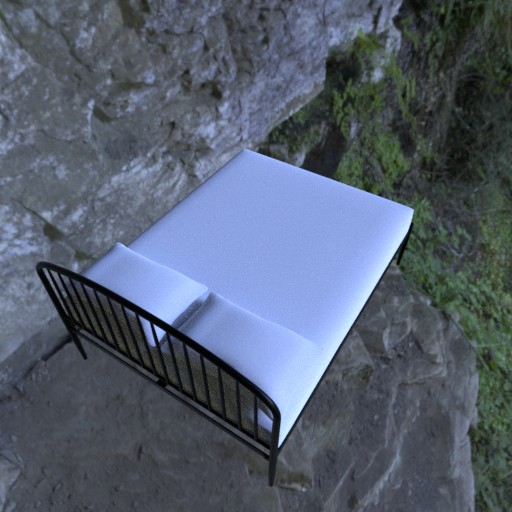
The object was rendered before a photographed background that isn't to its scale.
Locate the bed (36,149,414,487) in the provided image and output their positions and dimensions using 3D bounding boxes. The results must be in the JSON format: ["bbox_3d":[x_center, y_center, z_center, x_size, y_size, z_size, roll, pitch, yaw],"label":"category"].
[{"bbox_3d":[0.000,0.000,3.115,1.618,1.166,2.159,25,51,22],"label":"bed"}]
